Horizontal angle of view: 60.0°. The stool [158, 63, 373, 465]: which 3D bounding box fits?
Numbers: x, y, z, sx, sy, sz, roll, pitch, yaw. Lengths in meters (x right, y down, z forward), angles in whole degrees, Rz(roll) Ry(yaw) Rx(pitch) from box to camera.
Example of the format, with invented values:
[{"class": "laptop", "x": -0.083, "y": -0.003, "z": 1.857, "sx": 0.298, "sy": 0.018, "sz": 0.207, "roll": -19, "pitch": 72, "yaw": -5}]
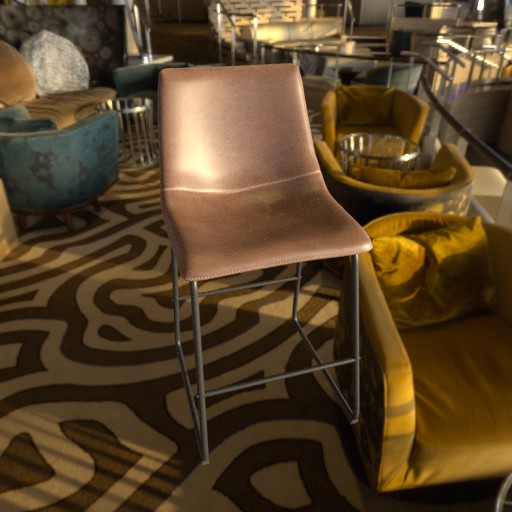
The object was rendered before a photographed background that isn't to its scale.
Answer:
[{"class": "stool", "x": 0.000, "y": 0.000, "z": 1.199, "sx": 0.460, "sy": 0.890, "sz": 0.550, "roll": -9, "pitch": 32, "yaw": -15}]
